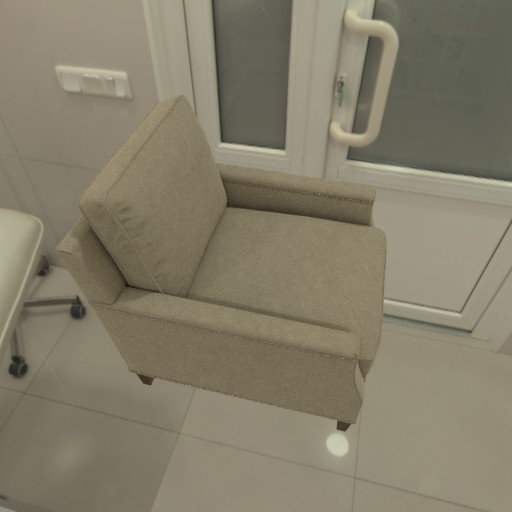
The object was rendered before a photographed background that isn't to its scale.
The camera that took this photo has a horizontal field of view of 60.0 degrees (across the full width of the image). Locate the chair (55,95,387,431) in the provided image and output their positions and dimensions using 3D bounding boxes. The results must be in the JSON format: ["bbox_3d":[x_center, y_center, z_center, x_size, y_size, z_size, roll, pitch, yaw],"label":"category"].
[{"bbox_3d":[0.000,0.000,1.727,1.014,0.943,0.853,10,47,9],"label":"chair"}]
